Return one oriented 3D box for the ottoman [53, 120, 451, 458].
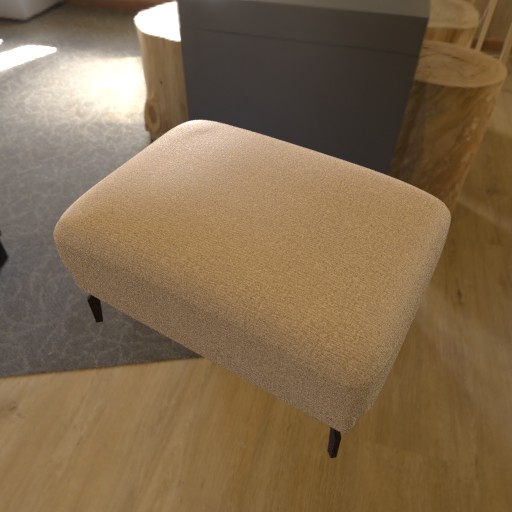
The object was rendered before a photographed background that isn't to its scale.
[{"bbox_3d":[0.000,0.000,1.080,0.772,0.420,0.568,23,51,21],"label":"ottoman"}]
